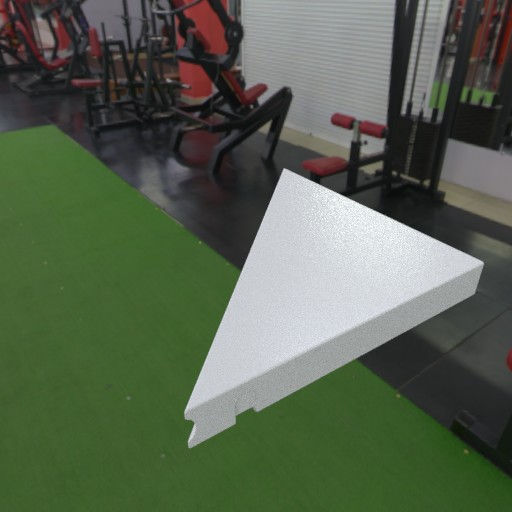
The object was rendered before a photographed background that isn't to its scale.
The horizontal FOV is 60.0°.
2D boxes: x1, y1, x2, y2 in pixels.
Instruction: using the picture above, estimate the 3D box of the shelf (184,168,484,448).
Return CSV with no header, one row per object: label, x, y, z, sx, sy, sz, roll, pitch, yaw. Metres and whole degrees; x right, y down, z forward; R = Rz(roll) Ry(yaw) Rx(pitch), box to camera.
shelf,0.000,0.000,0.439,0.296,0.035,0.296,-19,36,-29
